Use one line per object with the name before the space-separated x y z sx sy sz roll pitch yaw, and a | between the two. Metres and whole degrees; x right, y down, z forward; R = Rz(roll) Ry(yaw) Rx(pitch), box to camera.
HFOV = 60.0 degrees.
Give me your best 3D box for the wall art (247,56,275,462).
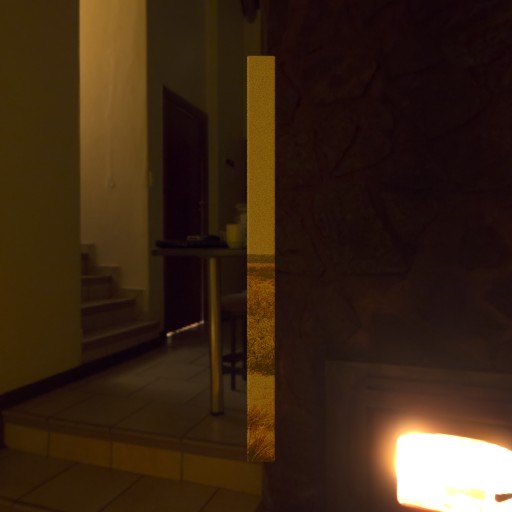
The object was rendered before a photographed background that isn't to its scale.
wall art | 0.000 0.000 1.400 0.051 0.761 1.138 0 1 -1
